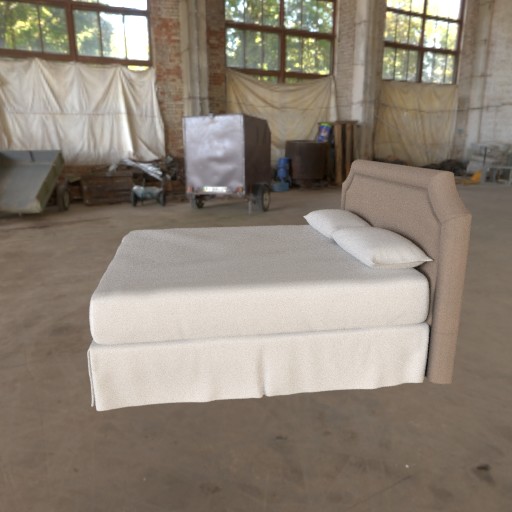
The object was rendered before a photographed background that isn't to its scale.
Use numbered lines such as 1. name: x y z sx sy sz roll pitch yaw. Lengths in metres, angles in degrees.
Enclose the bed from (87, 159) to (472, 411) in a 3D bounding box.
1. bed: 0.000 0.000 3.250 2.164 1.303 1.828 -2 15 -9
